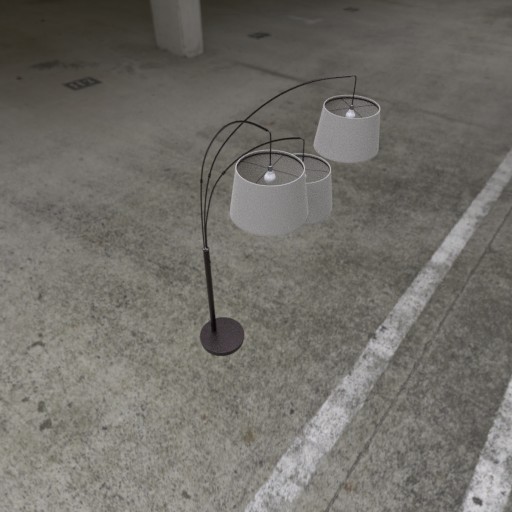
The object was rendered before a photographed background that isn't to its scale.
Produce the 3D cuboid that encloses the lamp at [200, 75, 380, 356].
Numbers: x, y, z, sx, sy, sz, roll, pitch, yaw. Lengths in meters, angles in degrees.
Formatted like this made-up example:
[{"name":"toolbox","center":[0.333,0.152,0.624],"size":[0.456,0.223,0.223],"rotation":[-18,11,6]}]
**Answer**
[{"name":"lamp","center":[0.000,0.000,2.496],"size":[0.924,1.950,0.951],"rotation":[27,49,27]}]
